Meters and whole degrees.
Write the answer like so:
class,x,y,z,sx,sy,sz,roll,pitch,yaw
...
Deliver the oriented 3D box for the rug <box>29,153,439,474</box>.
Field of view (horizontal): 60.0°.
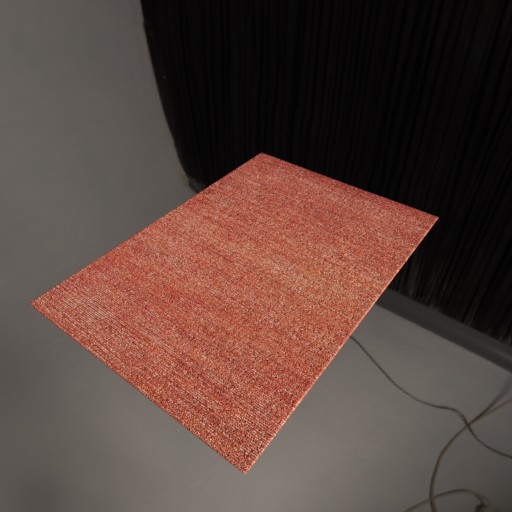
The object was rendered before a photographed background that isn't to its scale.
class,x,y,z,sx,sy,sz,roll,pitch,yaw
rug,0.000,0.000,5.064,2.803,0.025,3.965,27,48,27
